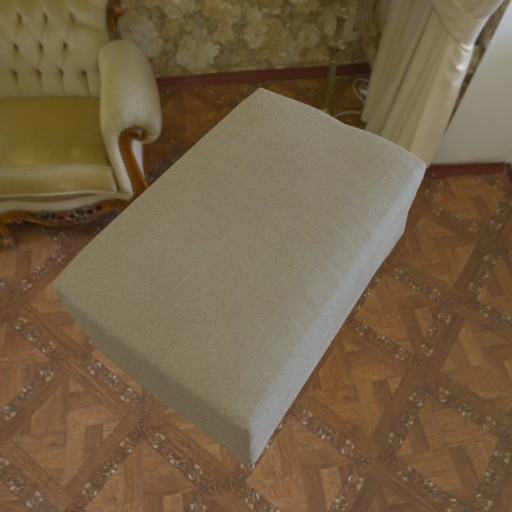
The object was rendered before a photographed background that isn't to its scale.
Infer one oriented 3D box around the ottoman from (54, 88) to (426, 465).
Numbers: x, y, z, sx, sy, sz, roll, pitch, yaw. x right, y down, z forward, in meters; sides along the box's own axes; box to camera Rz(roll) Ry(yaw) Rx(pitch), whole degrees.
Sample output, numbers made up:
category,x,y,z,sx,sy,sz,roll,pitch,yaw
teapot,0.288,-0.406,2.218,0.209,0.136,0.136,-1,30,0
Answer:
category,x,y,z,sx,sy,sz,roll,pitch,yaw
ottoman,0.000,0.000,1.227,0.590,0.444,0.872,30,62,18
